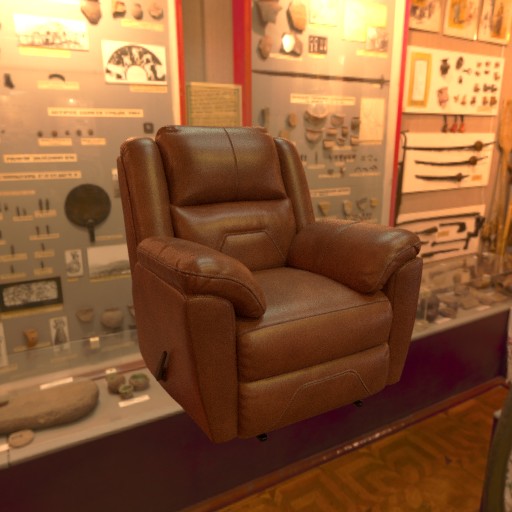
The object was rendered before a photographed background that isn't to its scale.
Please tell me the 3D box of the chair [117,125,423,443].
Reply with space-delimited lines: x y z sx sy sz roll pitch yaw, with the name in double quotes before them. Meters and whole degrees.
"chair" 0.000 0.000 1.897 0.990 1.093 1.041 -8 17 -27
